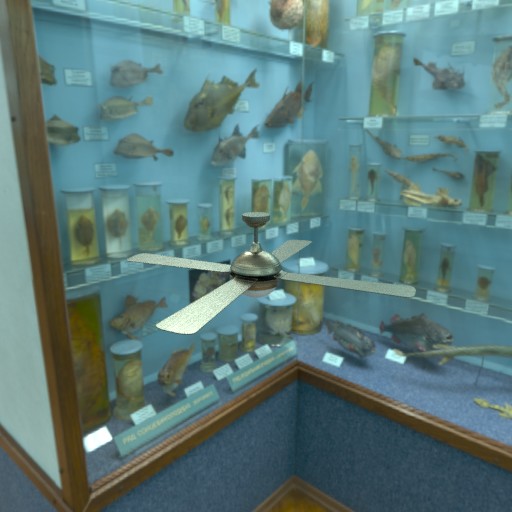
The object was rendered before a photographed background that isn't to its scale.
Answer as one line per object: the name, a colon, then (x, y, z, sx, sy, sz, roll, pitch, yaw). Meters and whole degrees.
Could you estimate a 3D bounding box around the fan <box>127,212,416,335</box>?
fan: (0.000, 0.000, 2.008, 1.321, 0.381, 1.321, 14, 21, 42)
